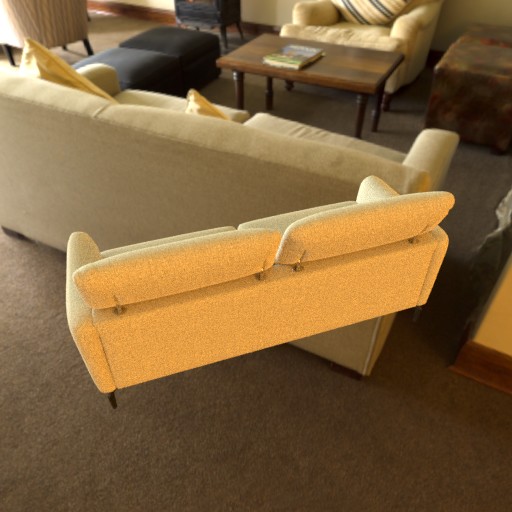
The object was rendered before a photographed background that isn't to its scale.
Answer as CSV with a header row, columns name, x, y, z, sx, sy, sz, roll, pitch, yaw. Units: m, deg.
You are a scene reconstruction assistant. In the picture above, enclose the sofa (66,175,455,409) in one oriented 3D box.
name,x,y,z,sx,sy,sz,roll,pitch,yaw
sofa,0.000,0.000,2.519,2.015,0.956,0.856,-13,43,-14
